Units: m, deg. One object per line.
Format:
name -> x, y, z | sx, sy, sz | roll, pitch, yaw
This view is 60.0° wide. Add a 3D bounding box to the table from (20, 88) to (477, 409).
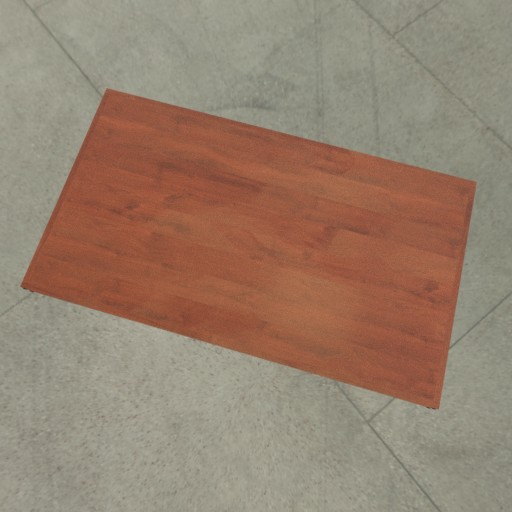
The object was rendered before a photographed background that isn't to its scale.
table -> 0.000, 0.000, 1.378 | 1.067, 0.457, 0.610 | 15, 75, 4
